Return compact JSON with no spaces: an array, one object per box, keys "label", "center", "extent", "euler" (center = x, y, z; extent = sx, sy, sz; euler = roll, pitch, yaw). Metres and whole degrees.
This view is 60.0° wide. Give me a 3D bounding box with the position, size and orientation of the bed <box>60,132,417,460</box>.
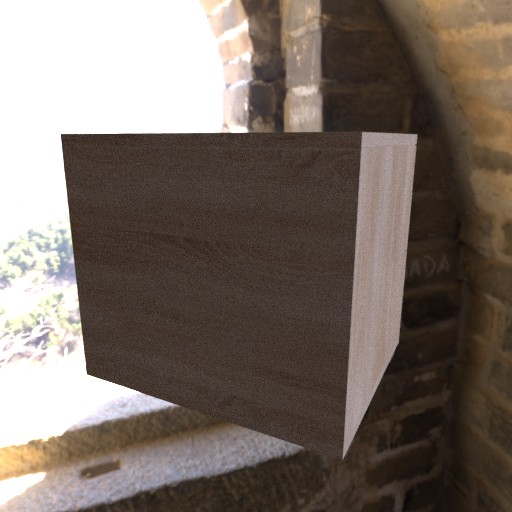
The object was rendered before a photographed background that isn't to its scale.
[{"label":"bed","center":[0.000,0.000,0.792],"extent":[0.460,0.420,0.401],"euler":[8,17,27]}]
